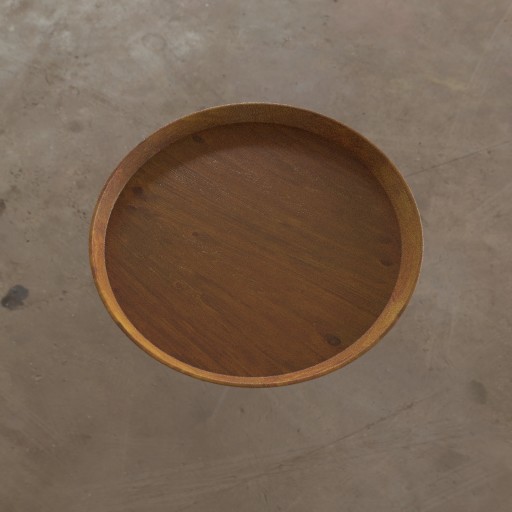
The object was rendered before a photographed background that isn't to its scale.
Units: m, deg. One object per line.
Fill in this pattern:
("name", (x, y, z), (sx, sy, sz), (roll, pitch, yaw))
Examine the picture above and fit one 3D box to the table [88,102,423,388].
("table", (0.000, 0.000, 1.572), (1.016, 0.470, 1.016), (0, 64, 0))
